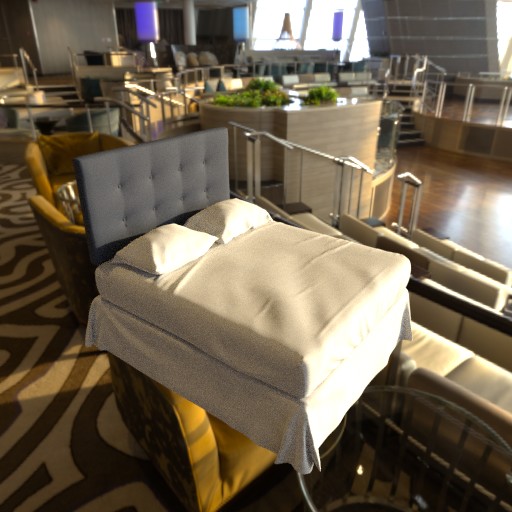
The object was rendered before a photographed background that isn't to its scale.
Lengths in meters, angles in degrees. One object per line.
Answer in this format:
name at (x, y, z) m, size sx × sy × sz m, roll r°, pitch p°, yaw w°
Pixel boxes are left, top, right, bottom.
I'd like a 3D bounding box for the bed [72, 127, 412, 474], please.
bed at (0.000, 0.000, 3.498) m, size 2.222 × 1.577 × 1.936 m, roll 18°, pitch 31°, yaw 33°
